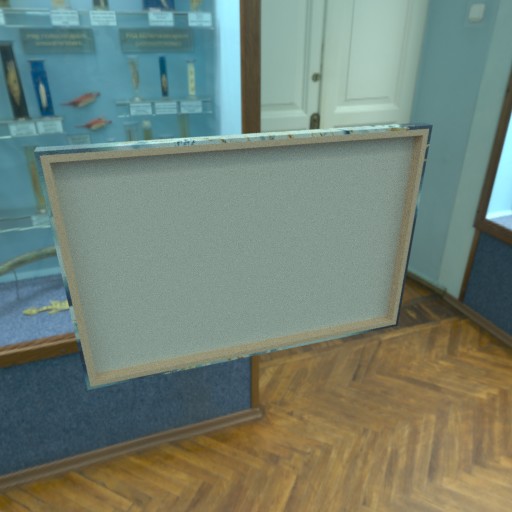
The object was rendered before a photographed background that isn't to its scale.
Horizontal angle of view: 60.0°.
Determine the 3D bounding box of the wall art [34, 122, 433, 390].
[{"bbox_3d":[0.000,0.000,1.132,0.912,0.608,0.038,-8,28,-16],"label":"wall art"}]
